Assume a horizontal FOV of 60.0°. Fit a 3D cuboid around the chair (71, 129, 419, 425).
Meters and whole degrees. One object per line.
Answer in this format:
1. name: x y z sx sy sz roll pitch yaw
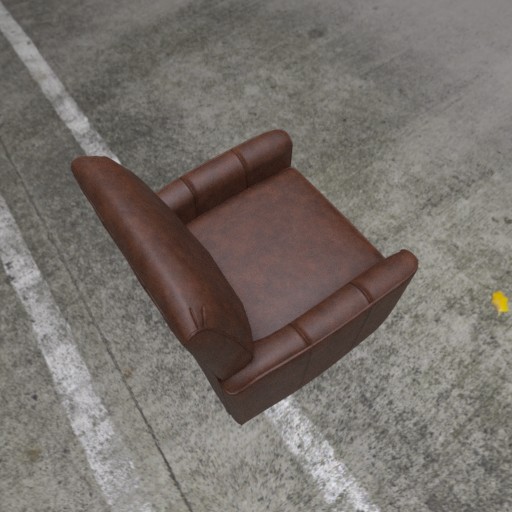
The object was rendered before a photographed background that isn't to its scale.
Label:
1. chair: 0.000 0.000 1.618 0.850 1.010 0.839 -31 63 -18
